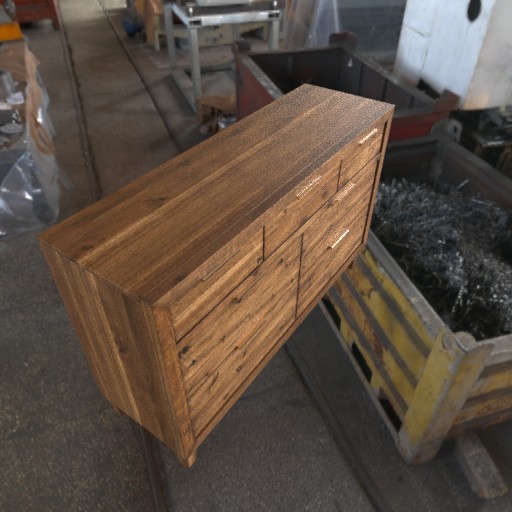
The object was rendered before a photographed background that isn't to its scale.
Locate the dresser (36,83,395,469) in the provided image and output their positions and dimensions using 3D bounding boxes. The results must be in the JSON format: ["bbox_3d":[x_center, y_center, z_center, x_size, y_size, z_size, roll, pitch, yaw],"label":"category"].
[{"bbox_3d":[0.000,0.000,1.793,0.438,0.892,1.387,25,47,26],"label":"dresser"}]
